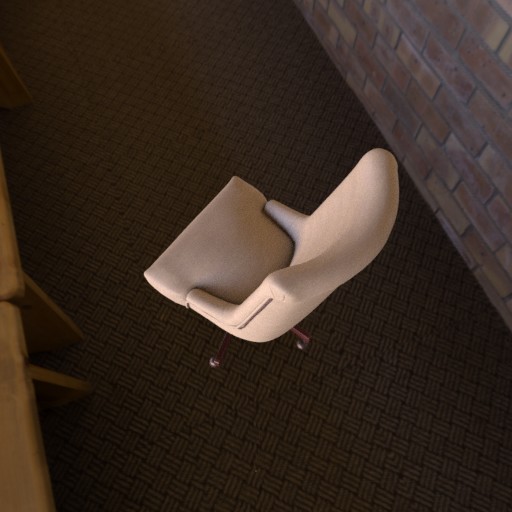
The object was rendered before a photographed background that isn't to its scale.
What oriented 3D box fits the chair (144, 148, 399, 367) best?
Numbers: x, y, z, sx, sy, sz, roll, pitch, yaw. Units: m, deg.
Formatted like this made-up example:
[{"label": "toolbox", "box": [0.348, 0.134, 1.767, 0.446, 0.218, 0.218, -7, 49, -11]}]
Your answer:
[{"label": "chair", "box": [0.000, 0.000, 1.490, 0.696, 1.010, 0.645, 34, 69, 15]}]
